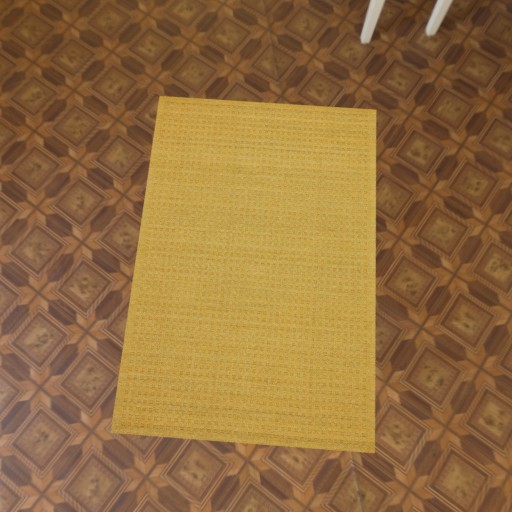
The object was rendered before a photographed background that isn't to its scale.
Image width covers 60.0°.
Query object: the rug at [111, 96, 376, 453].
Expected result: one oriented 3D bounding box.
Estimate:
[{"bbox_3d":[0.000,0.000,3.681,1.981,0.006,2.895,4,75,1],"label":"rug"}]
